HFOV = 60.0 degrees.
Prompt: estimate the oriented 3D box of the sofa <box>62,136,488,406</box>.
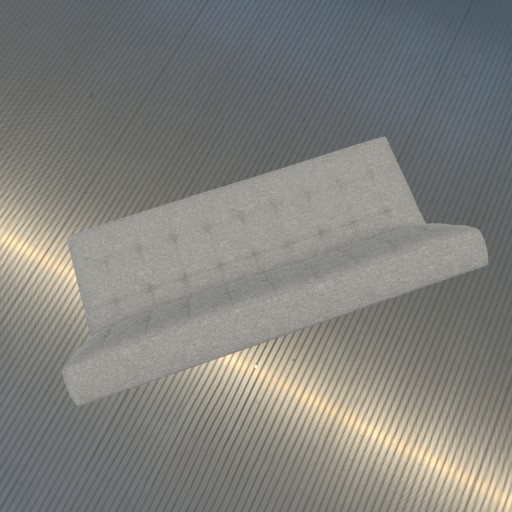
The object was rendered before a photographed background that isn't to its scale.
[{"bbox_3d":[0.000,0.000,2.208,1.800,0.810,0.860,-18,77,-4],"label":"sofa"}]
